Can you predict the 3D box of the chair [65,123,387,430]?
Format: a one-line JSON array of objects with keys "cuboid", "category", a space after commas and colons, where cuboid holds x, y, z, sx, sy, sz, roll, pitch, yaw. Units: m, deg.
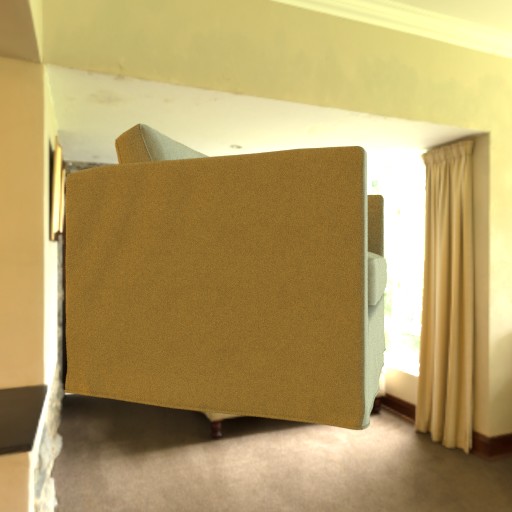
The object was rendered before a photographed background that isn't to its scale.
[{"cuboid": [0.000, 0.000, 1.719, 0.949, 0.863, 1.057, 0, 0, 19], "category": "chair"}]
